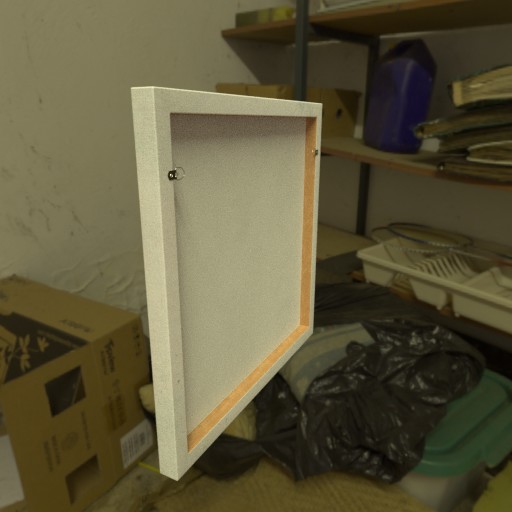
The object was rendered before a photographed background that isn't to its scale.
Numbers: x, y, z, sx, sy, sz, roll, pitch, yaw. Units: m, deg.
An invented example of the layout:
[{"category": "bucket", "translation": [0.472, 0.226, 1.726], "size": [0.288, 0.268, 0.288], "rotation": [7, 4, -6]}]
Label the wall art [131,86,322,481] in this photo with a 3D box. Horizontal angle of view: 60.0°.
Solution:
[{"category": "wall art", "translation": [0.000, 0.000, 0.910], "size": [0.040, 0.612, 0.612], "rotation": [9, 19, 27]}]
